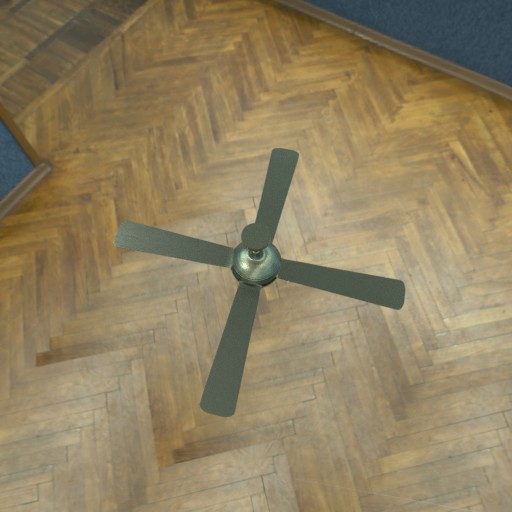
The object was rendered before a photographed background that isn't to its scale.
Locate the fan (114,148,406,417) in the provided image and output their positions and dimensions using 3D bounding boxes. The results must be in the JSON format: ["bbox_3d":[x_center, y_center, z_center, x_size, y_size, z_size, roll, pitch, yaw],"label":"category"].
[{"bbox_3d":[0.000,0.000,2.001,1.321,0.381,1.321,32,68,14],"label":"fan"}]
